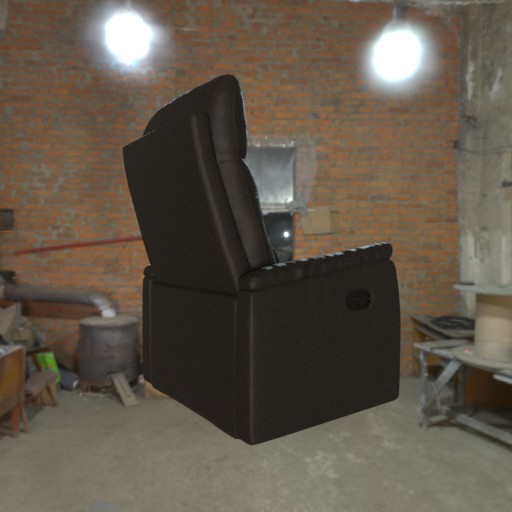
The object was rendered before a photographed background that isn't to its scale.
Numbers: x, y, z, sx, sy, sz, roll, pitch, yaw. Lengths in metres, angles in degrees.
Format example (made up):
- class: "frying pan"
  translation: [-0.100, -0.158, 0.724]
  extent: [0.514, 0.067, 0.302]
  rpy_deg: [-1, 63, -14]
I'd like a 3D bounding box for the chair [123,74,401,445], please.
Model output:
- class: "chair"
  translation: [0.000, 0.000, 1.662]
  extent: [0.831, 1.082, 0.775]
  rpy_deg: [-1, 1, -36]
